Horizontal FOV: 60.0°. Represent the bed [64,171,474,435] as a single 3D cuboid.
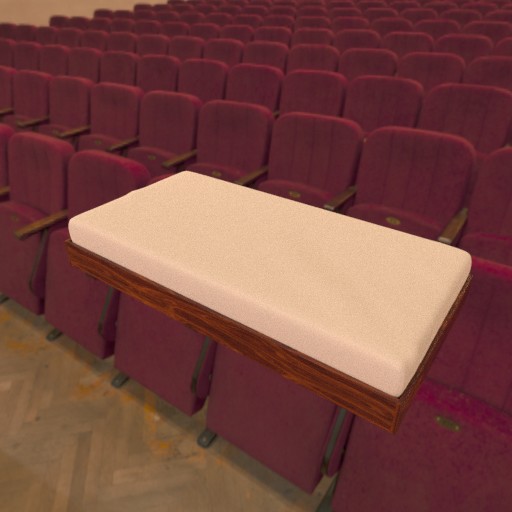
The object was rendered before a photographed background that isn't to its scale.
[{"bbox_3d":[0.000,0.000,2.232,1.860,0.312,0.940,21,37,30],"label":"bed"}]
